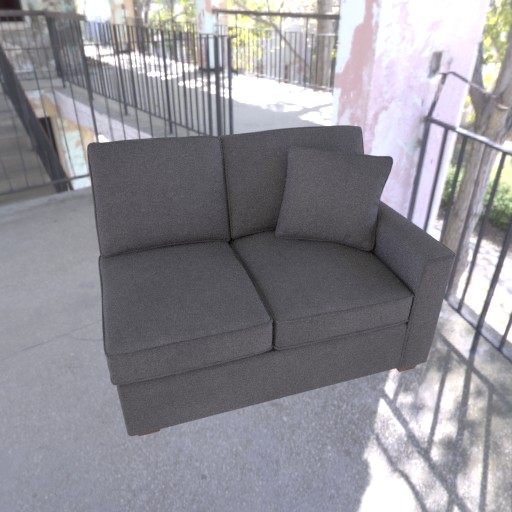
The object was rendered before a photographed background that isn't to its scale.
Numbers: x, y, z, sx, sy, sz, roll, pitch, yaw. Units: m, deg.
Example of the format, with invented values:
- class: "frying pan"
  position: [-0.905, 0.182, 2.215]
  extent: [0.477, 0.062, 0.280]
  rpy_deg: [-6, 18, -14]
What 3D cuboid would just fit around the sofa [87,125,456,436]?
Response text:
- class: "sofa"
  position: [0.000, 0.000, 2.044]
  extent: [1.388, 0.989, 0.991]
  rpy_deg: [-9, 32, -15]
